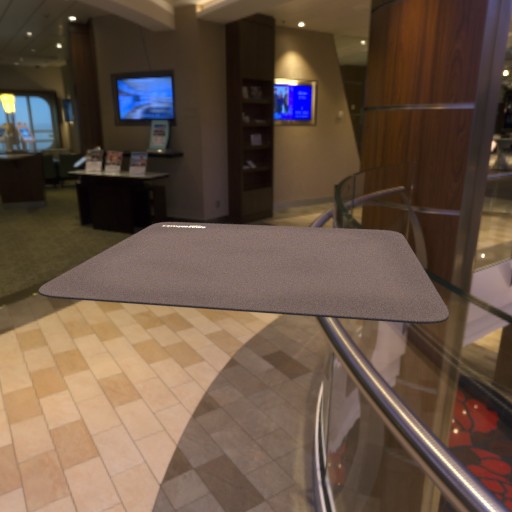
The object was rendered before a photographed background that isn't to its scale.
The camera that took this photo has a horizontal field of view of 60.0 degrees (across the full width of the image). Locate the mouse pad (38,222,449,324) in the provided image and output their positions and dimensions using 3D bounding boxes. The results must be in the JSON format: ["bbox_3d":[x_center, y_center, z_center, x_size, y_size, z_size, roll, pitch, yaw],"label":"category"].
[{"bbox_3d":[0.000,0.000,0.443,0.315,0.002,0.269,3,17,9],"label":"mouse pad"}]
